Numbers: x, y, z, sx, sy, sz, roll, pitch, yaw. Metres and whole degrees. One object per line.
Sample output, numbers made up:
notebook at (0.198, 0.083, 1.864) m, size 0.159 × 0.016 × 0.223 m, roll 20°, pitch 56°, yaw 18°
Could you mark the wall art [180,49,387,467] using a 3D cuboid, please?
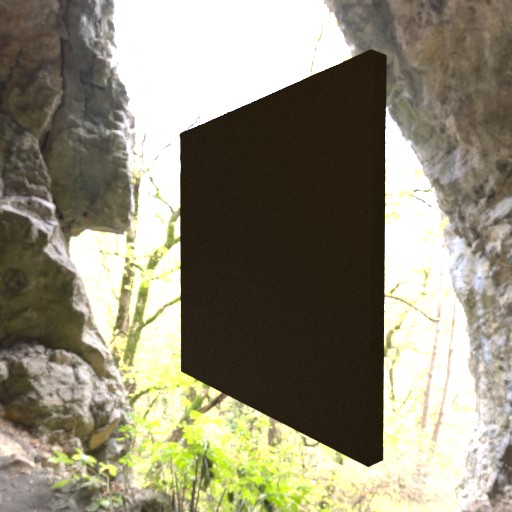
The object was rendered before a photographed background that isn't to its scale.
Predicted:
wall art at (0.000, 0.000, 0.746) m, size 0.030 × 0.506 × 0.503 m, roll -1°, pitch 2°, yaw -36°
